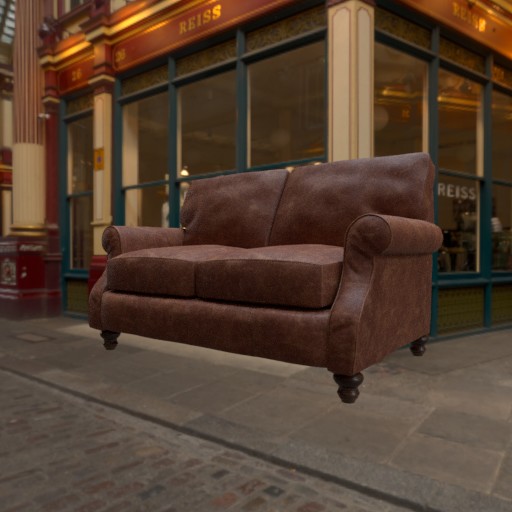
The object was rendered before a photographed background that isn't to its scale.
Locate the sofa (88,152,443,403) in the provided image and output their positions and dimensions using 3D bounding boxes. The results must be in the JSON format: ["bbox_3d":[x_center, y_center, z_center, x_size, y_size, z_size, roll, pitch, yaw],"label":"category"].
[{"bbox_3d":[0.000,0.000,2.207,1.616,0.967,0.990,1,1,36],"label":"sofa"}]
